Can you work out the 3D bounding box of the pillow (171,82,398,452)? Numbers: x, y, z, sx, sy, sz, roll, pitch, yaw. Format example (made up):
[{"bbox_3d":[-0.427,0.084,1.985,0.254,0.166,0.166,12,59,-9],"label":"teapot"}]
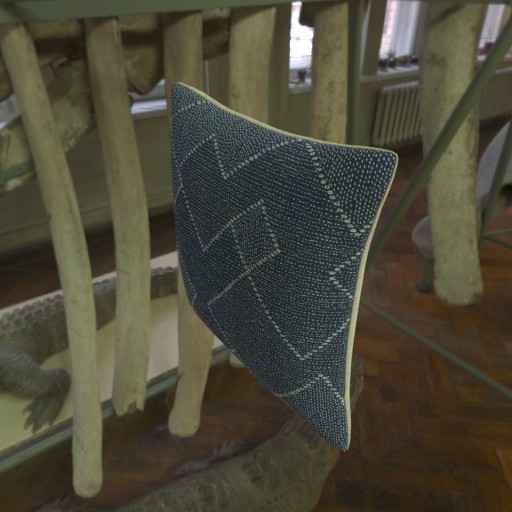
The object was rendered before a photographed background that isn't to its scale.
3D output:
[{"bbox_3d":[0.000,0.000,0.660,0.148,0.428,0.435,-21,37,-31],"label":"pillow"}]
